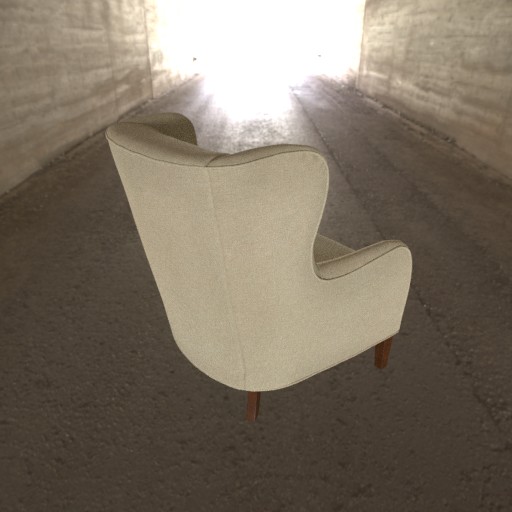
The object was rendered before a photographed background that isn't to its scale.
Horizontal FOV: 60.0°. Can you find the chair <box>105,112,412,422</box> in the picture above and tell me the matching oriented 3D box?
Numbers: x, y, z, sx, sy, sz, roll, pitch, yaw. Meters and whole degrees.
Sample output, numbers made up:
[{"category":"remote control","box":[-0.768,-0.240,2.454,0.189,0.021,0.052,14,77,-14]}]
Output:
[{"category":"chair","box":[0.000,0.000,1.763,0.966,1.040,0.838,-17,31,-32]}]
